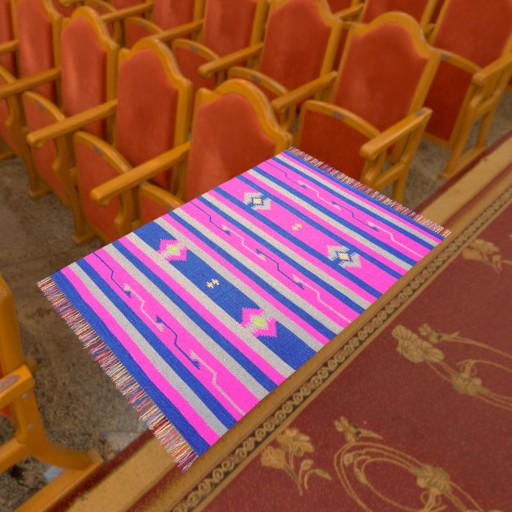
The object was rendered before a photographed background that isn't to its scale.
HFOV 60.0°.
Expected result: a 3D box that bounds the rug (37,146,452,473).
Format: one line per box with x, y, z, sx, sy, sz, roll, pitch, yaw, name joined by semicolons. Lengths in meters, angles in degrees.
0.000;0.000;2.920;2.350;0.013;1.539;-34;54;-29;rug
